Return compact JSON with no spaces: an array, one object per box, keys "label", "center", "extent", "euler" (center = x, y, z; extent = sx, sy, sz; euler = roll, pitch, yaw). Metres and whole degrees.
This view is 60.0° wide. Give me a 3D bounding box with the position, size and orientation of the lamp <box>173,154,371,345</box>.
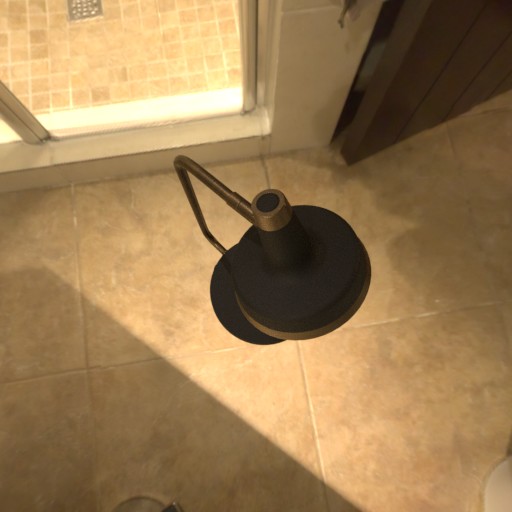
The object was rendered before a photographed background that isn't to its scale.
[{"label":"lamp","center":[0.000,0.000,0.487],"extent":[0.218,0.385,0.162],"euler":[43,81,9]}]
